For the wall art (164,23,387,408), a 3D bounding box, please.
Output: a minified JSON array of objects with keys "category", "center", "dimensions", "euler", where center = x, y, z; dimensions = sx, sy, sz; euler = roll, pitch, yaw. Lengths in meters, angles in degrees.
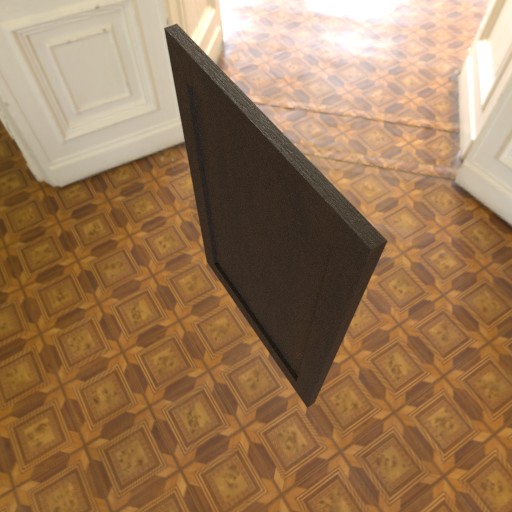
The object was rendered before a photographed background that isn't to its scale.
[{"category":"wall art","center":[0.000,0.000,0.645],"dimensions":[0.017,0.513,0.359],"euler":[-29,62,-17]}]
